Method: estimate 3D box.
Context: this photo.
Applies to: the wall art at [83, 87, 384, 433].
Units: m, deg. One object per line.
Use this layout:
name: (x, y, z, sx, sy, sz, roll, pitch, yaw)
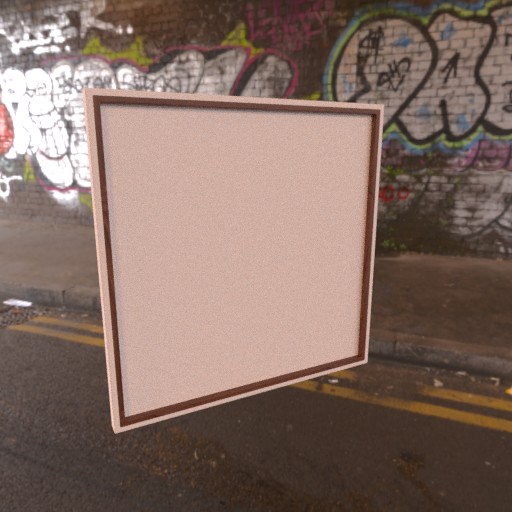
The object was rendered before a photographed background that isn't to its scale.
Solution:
wall art: (0.000, 0.000, 1.496, 1.009, 1.009, 0.049, -7, 15, -27)
